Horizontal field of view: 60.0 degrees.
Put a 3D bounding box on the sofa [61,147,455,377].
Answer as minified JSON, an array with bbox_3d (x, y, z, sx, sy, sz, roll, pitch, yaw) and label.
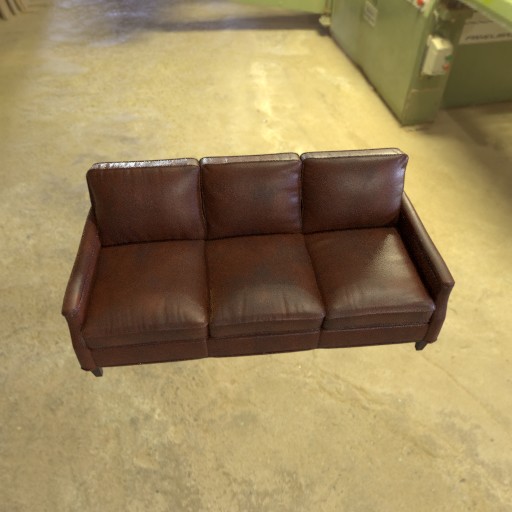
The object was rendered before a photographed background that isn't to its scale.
[{"bbox_3d":[0.000,0.000,2.878,2.240,1.003,1.084,-4,46,-4],"label":"sofa"}]
